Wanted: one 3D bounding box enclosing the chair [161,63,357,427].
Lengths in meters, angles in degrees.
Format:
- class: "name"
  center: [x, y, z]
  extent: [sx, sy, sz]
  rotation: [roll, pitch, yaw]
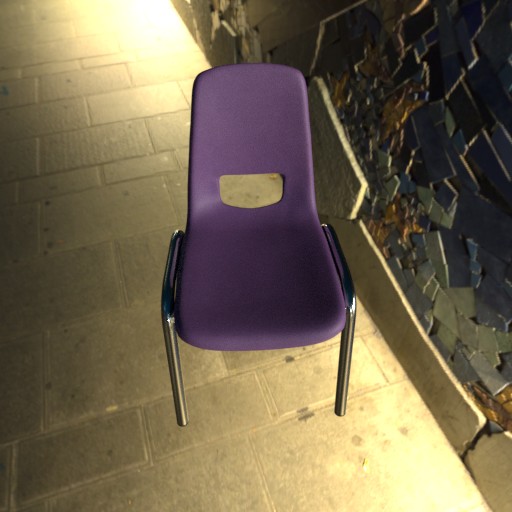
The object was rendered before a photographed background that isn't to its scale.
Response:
- class: "chair"
  center: [0.000, 0.000, 0.857]
  extent: [0.356, 0.584, 0.419]
  rotation: [-3, 48, -2]
